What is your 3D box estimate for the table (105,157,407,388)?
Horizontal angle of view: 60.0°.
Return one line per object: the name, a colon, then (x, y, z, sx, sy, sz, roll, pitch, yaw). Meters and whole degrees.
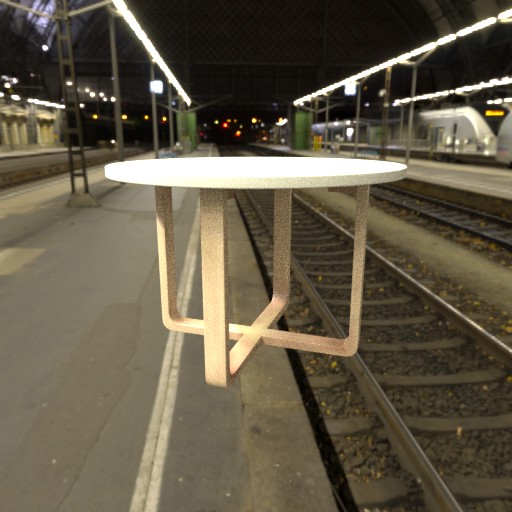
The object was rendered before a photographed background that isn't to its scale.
table: (0.000, 0.000, 0.978, 0.600, 0.400, 0.600, 0, 15, 0)
